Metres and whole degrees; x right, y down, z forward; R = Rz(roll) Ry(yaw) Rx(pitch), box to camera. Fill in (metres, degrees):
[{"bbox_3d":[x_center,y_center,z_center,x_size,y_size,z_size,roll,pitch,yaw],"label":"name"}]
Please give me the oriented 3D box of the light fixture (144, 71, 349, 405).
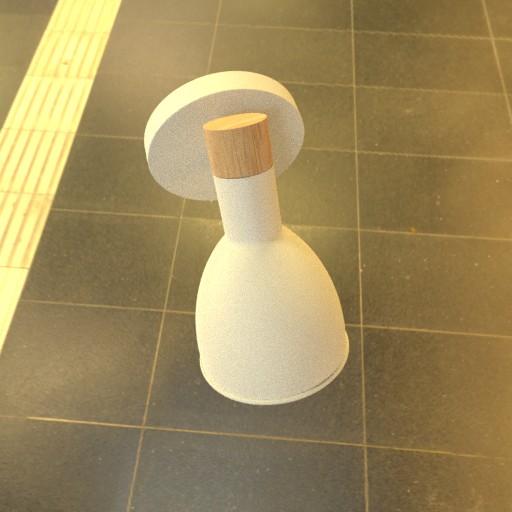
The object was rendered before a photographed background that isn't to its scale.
[{"bbox_3d":[0.000,0.000,0.334,0.127,0.199,0.209,-13,64,-7],"label":"light fixture"}]
